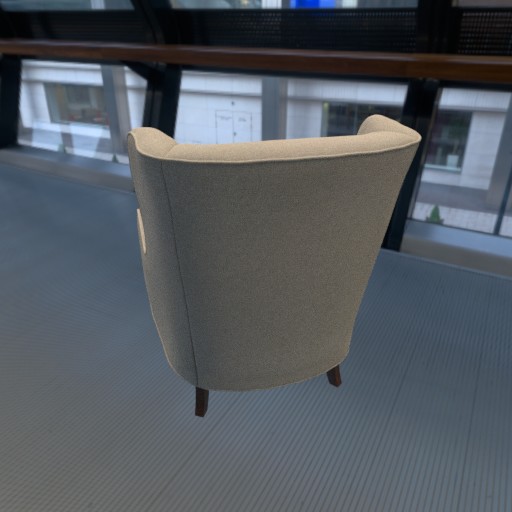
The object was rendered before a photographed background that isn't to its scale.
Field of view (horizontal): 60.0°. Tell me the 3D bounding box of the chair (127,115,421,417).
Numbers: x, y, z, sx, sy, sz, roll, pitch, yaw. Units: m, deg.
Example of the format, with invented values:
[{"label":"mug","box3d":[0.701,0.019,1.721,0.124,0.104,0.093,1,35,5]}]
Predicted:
[{"label":"chair","box3d":[0.000,0.000,1.679,0.838,1.040,0.966,-8,27,-15]}]
